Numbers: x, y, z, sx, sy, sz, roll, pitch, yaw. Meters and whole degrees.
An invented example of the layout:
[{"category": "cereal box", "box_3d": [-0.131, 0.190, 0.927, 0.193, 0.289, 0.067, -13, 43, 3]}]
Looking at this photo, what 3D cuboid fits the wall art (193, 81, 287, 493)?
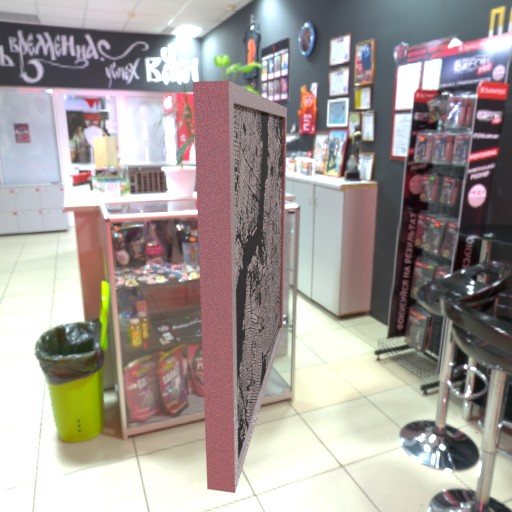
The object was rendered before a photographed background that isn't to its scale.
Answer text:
[{"category": "wall art", "box_3d": [0.000, 0.000, 0.757, 0.038, 0.506, 0.506, 3, 16, 10]}]
